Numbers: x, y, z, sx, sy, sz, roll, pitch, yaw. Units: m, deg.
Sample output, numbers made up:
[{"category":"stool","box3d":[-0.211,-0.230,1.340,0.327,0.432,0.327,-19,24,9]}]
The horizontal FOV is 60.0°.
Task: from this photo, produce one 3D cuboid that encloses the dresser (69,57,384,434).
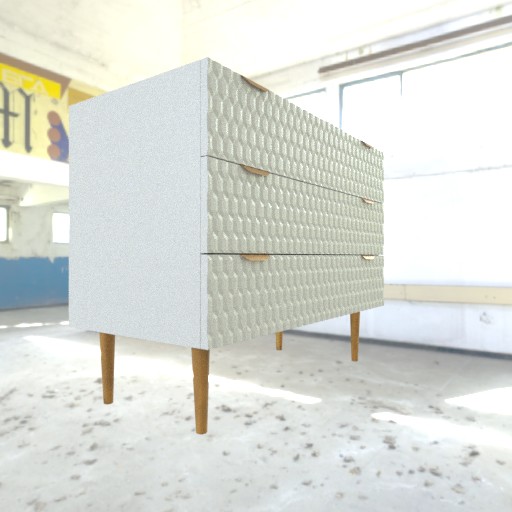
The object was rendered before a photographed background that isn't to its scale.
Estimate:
[{"category":"dresser","box3d":[0.000,0.000,1.299,0.457,0.721,0.905,0,0,36]}]
